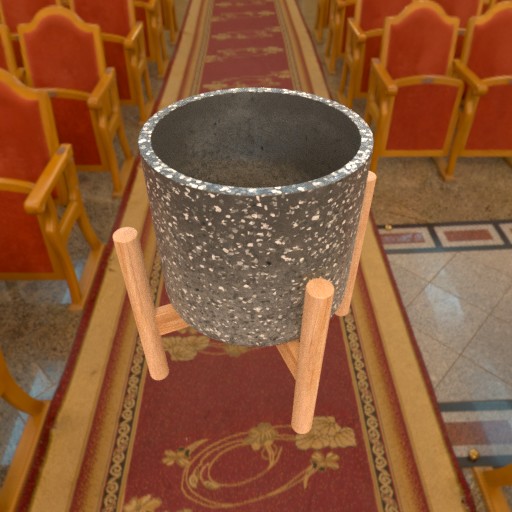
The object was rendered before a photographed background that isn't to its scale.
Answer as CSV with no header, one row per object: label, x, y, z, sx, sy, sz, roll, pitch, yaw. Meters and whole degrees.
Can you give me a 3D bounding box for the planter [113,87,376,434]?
planter,0.000,0.000,0.531,0.284,0.320,0.284,0,41,-1
